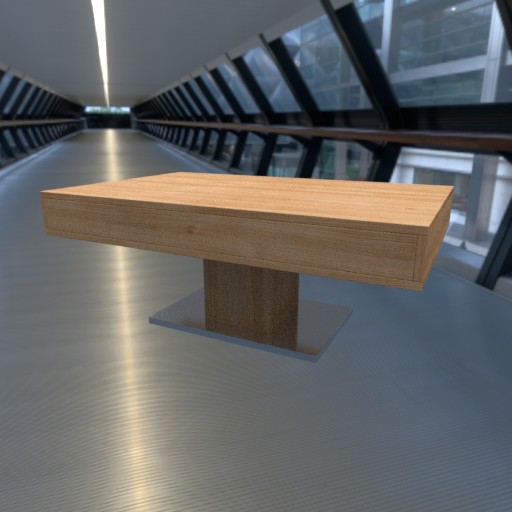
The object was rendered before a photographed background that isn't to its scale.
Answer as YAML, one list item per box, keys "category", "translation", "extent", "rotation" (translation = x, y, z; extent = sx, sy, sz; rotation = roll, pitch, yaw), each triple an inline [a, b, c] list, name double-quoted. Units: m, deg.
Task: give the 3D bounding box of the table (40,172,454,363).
- category: "table"
  translation: [0.000, 0.000, 1.452]
  extent: [1.100, 0.440, 0.700]
  rotation: [8, 18, 26]
